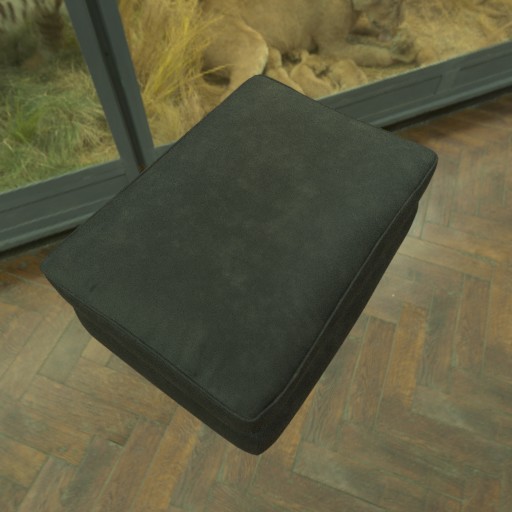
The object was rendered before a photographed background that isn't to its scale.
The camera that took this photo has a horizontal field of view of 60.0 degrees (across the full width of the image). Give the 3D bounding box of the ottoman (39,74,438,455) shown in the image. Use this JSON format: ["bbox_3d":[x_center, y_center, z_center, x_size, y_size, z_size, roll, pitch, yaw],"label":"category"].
[{"bbox_3d":[0.000,0.000,0.960,0.501,0.413,0.665,31,63,18],"label":"ottoman"}]
